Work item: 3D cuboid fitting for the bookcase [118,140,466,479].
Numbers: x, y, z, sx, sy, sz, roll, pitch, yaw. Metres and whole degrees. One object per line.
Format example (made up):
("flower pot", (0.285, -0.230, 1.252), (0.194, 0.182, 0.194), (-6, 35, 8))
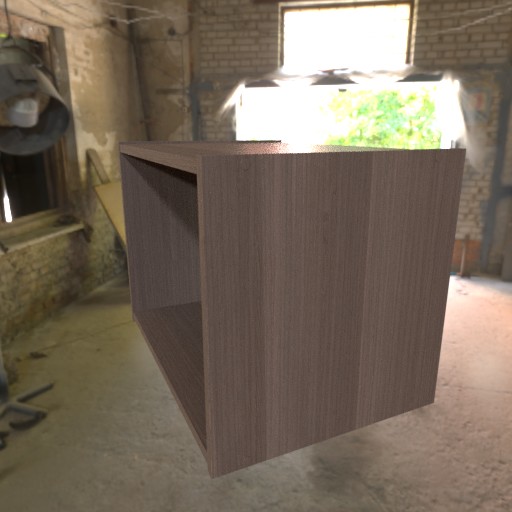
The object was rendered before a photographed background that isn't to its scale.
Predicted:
("bookcase", (0.000, 0.000, 0.624), (0.290, 0.305, 0.415), (-7, 18, -24))
